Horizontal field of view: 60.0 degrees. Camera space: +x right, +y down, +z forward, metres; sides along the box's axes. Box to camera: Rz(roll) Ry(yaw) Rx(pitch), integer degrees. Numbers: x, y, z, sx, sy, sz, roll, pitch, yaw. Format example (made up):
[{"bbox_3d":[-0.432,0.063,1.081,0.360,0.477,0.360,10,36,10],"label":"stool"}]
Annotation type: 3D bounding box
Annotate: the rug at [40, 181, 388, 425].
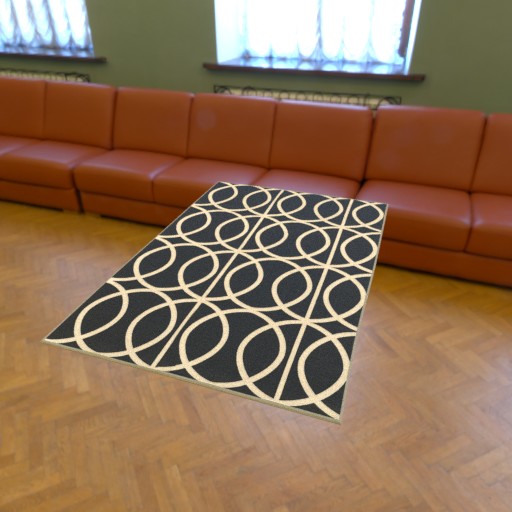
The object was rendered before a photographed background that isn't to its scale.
[{"bbox_3d":[0.000,0.000,2.943,1.528,0.014,2.294,10,33,16],"label":"rug"}]
